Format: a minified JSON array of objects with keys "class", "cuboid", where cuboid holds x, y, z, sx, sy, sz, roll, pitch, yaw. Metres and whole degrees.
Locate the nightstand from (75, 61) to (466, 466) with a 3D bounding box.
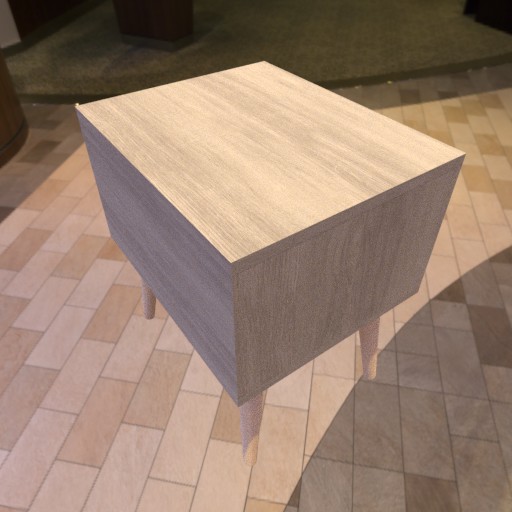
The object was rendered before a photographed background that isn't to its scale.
[{"class":"nightstand","cuboid":[0.000,0.000,0.809,0.380,0.500,0.450,-25,47,-26]}]
